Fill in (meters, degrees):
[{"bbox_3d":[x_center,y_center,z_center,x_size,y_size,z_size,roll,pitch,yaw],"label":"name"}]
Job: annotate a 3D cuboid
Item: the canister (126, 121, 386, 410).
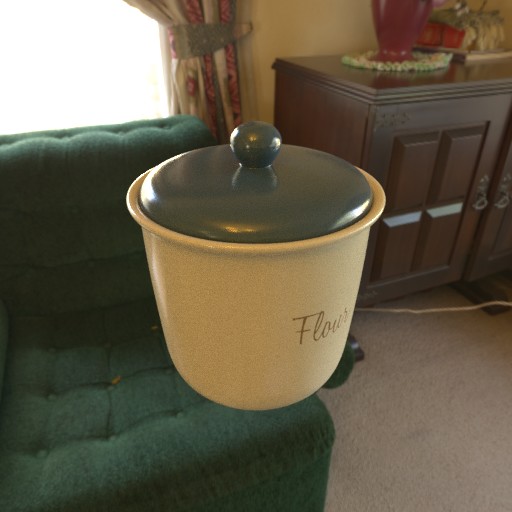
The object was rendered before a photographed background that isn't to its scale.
[{"bbox_3d":[0.000,0.000,0.350,0.182,0.208,0.182,0,31,0],"label":"canister"}]
